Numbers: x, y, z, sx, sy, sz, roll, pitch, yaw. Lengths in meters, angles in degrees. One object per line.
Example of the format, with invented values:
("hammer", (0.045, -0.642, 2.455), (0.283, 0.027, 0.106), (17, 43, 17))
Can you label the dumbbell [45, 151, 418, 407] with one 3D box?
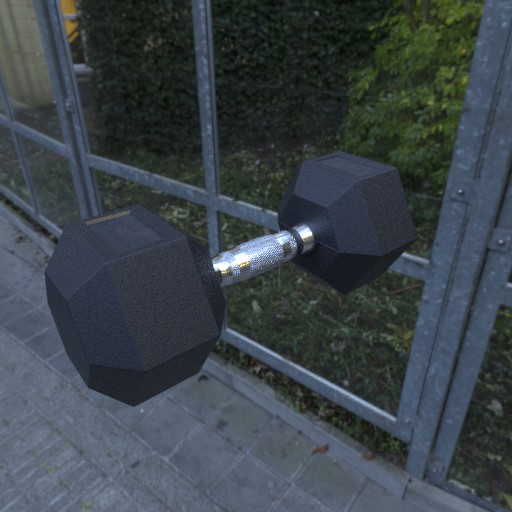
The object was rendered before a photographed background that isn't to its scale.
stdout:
("dumbbell", (0.000, 0.000, 0.399), (0.337, 0.123, 0.142), (-21, 36, -33))
